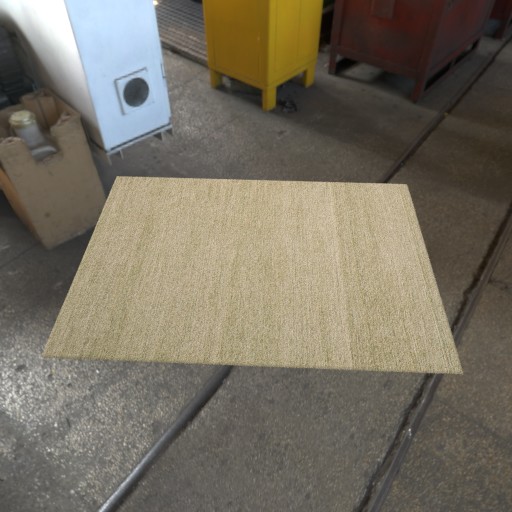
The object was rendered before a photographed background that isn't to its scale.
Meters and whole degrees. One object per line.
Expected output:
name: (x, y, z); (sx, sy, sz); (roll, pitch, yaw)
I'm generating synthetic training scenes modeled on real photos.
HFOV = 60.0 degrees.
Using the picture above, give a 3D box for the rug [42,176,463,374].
rug: (0.000, 0.000, 5.061); (3.935, 0.025, 2.782); (2, 47, 2)
